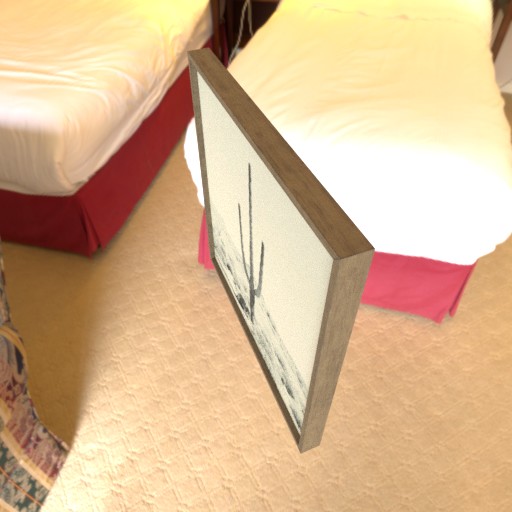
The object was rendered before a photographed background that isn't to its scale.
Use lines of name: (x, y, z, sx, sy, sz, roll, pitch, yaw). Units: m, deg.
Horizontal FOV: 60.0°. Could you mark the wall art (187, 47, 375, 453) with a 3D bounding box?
wall art: (0.000, 0.000, 0.765, 0.038, 0.508, 0.508, -17, 49, -15)
